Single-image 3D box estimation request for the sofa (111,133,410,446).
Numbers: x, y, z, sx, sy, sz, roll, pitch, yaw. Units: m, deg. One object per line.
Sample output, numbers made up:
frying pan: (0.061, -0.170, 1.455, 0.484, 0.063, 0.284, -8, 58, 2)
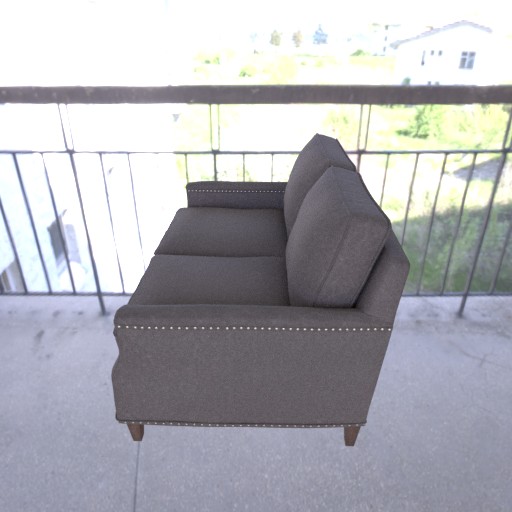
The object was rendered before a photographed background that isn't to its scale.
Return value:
sofa: (0.000, 0.000, 2.282, 1.084, 1.003, 1.597, 1, 27, 1)
